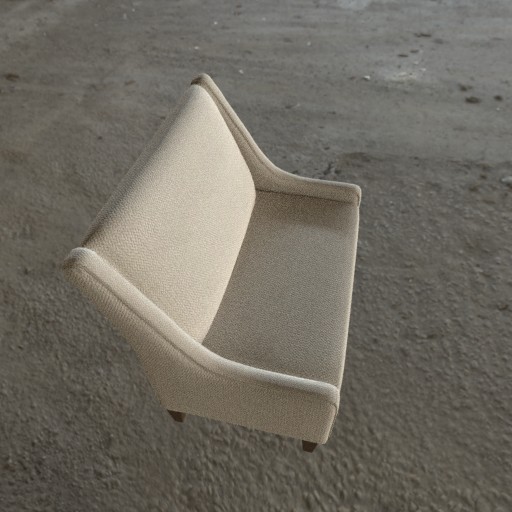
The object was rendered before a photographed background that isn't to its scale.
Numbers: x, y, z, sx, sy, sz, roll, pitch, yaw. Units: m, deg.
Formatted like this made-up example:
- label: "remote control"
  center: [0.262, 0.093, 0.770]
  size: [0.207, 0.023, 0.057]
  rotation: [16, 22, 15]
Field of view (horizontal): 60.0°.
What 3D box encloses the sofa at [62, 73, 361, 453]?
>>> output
- label: "sofa"
  center: [0.000, 0.000, 1.931]
  size: [0.870, 1.022, 1.242]
  rotation: [10, 48, 9]
